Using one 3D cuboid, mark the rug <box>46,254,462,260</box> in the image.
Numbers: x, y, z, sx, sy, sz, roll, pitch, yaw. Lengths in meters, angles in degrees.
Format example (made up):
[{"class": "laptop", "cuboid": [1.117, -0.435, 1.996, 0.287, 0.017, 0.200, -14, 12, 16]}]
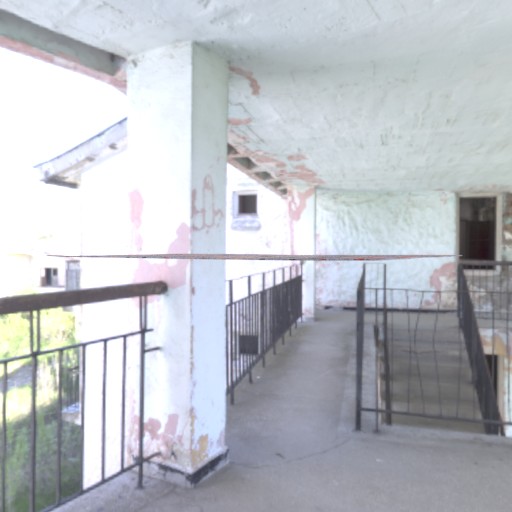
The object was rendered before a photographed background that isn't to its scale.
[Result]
[{"class": "rug", "cuboid": [0.000, 0.000, 4.010, 3.029, 0.022, 2.263, 1, 1, 36]}]
